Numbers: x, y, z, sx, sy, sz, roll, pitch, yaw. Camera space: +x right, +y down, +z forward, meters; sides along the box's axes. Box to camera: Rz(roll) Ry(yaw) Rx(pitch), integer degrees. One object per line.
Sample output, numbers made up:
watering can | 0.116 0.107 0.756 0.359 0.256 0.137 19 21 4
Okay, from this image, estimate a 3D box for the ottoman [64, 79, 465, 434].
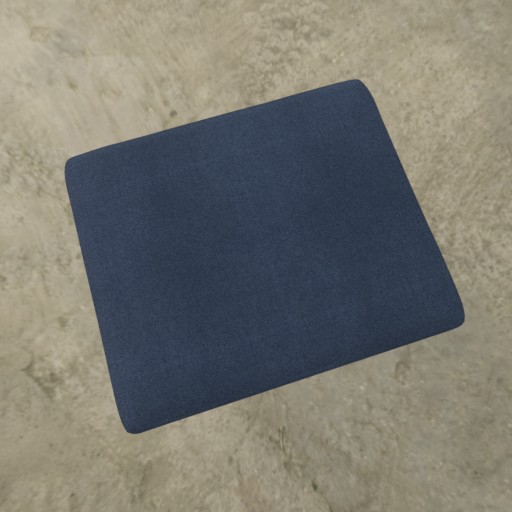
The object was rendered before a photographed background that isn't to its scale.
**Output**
ottoman | 0.000 0.000 1.228 0.821 0.474 0.693 -17 76 -4
